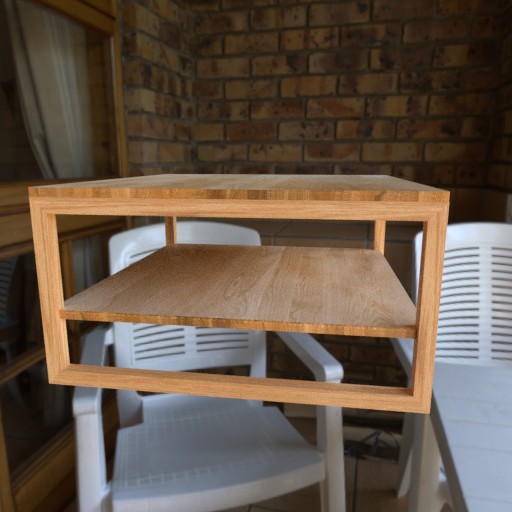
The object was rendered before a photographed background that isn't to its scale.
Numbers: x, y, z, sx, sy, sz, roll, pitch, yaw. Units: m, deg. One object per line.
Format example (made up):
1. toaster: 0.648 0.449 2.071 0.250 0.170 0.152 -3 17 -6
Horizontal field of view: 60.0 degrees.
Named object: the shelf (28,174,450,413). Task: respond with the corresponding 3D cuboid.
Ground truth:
1. shelf: 0.000 0.000 1.412 0.899 0.480 0.899 2 12 8
